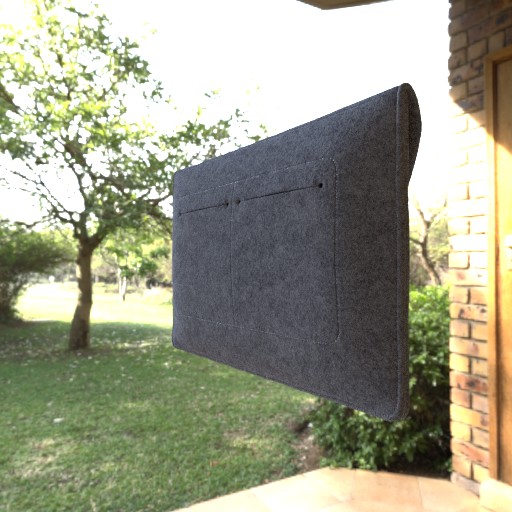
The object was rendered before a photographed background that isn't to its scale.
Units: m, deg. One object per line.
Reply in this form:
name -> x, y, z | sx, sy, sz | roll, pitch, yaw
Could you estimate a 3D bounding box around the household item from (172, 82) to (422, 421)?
household item -> 0.000, 0.000, 0.421 | 0.057, 0.221, 0.335 | 1, -2, -36
